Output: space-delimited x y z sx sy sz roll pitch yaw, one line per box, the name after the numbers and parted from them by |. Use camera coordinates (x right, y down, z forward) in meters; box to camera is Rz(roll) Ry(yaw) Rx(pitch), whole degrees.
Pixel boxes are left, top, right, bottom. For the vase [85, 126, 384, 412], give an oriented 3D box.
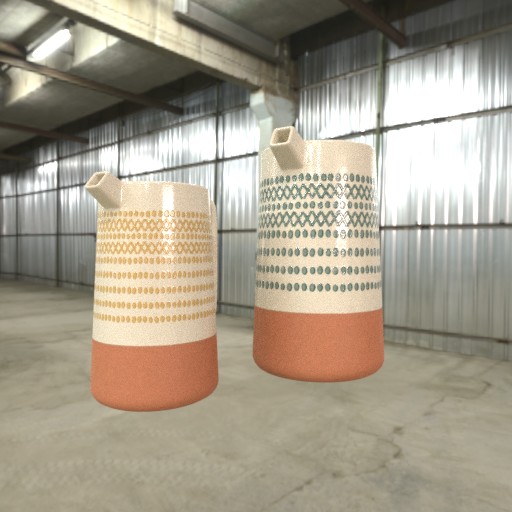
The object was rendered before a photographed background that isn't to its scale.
0.000 0.000 0.462 0.326 0.247 0.168 0 1 -18 | vase
